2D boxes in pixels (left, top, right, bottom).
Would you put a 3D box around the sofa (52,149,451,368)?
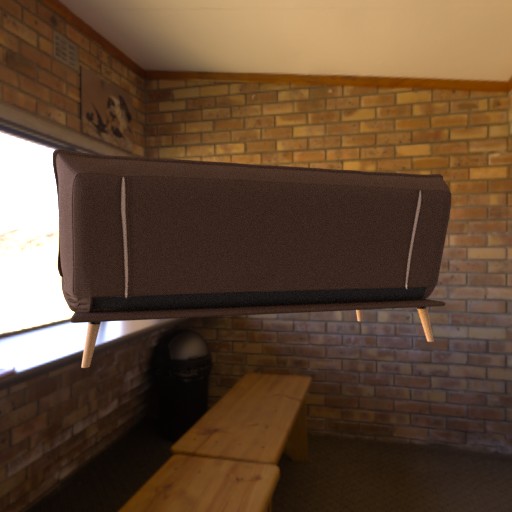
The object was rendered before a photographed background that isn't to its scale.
[{"bbox_3d":[0.000,0.000,2.393,1.940,0.890,0.950,0,1,-18],"label":"sofa"}]
